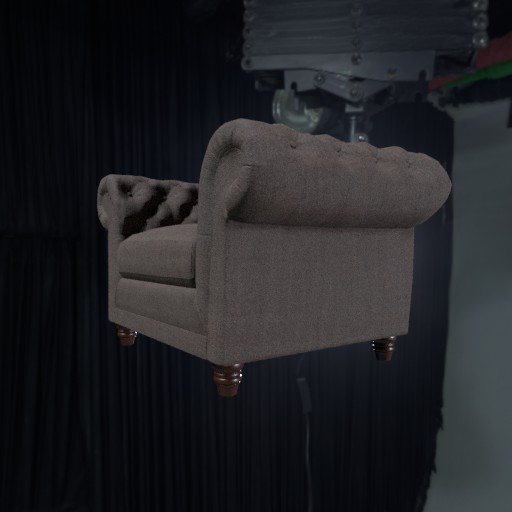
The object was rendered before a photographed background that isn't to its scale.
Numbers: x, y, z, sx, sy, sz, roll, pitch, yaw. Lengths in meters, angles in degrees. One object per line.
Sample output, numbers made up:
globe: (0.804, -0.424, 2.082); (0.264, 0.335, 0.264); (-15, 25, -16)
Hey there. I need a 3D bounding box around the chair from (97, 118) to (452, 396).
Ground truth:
chair: (0.000, 0.000, 1.836); (0.945, 0.780, 1.298); (0, 1, -36)
